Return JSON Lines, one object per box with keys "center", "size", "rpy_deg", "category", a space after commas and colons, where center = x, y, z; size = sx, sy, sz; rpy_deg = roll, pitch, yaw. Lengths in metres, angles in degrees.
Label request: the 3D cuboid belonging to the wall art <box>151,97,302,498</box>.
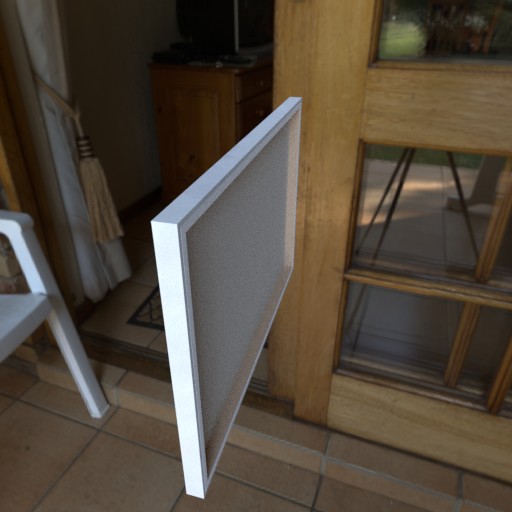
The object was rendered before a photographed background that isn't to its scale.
{"center": [0.000, 0.000, 1.123], "size": [0.038, 0.610, 0.915], "rpy_deg": [8, 31, 13], "category": "wall art"}
